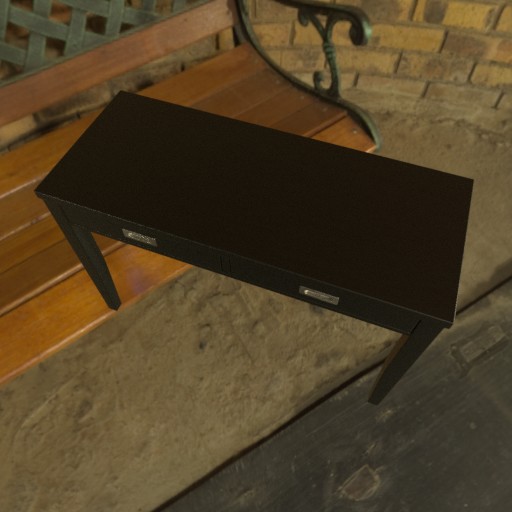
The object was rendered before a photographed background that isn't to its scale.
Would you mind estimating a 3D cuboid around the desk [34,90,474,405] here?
[{"bbox_3d":[0.000,0.000,1.647,1.220,0.775,0.508,17,58,11],"label":"desk"}]
